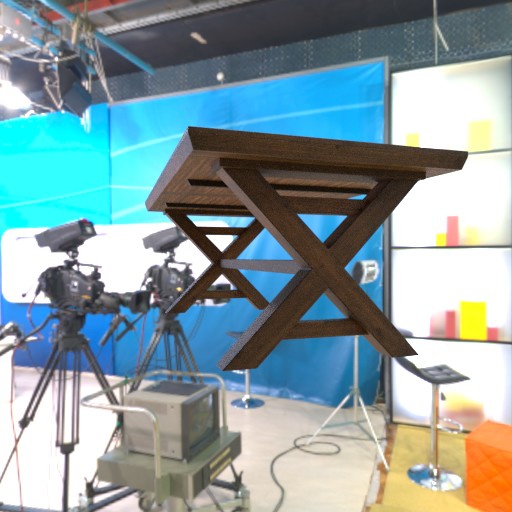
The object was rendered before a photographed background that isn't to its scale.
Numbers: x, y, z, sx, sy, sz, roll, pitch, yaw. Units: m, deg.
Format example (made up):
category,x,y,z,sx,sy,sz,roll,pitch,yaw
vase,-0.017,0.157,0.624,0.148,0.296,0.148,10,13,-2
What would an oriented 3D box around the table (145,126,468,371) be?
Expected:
category,x,y,z,sx,sy,sz,roll,pitch,yaw
table,0.000,0.000,2.462,1.071,0.793,1.966,0,0,-18
